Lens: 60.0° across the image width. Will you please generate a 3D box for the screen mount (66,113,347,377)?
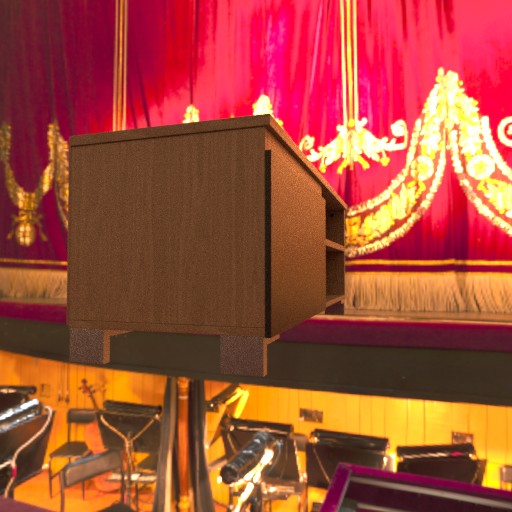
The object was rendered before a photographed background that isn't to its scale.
[{"bbox_3d":[0.000,0.000,1.298,0.406,0.432,1.084,-1,-2,18],"label":"screen mount"}]
